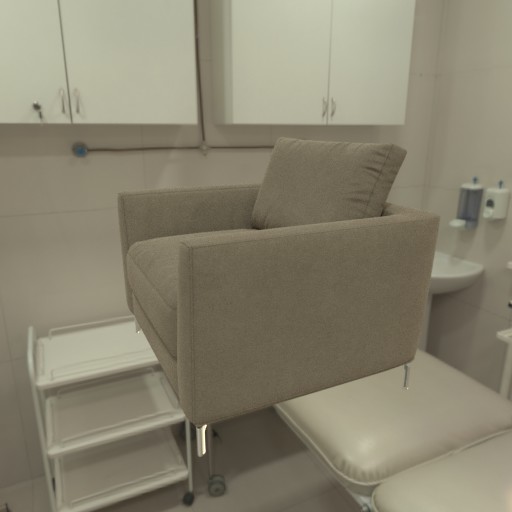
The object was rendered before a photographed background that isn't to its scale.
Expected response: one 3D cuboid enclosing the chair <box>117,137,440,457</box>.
[{"bbox_3d":[0.000,0.000,1.702,0.889,0.864,1.041,-8,18,-25],"label":"chair"}]
